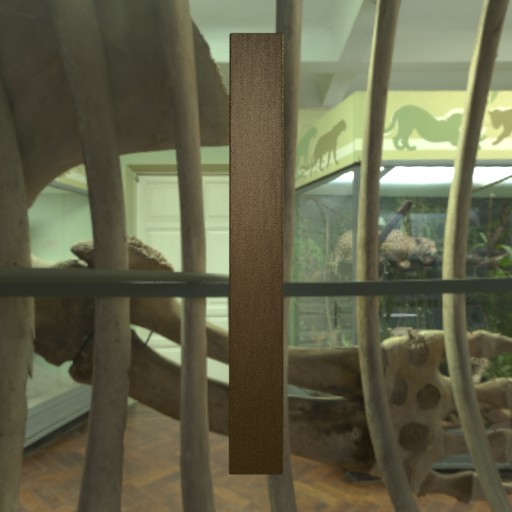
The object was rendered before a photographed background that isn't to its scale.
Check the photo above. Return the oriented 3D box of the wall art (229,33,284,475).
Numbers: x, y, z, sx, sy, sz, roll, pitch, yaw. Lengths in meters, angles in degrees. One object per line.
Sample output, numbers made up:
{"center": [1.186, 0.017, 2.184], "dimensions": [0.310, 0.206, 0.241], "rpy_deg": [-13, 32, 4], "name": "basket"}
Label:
{"center": [0.000, 0.000, 0.457], "dimensions": [0.037, 0.305, 0.305], "rpy_deg": [0, -1, 0], "name": "wall art"}
